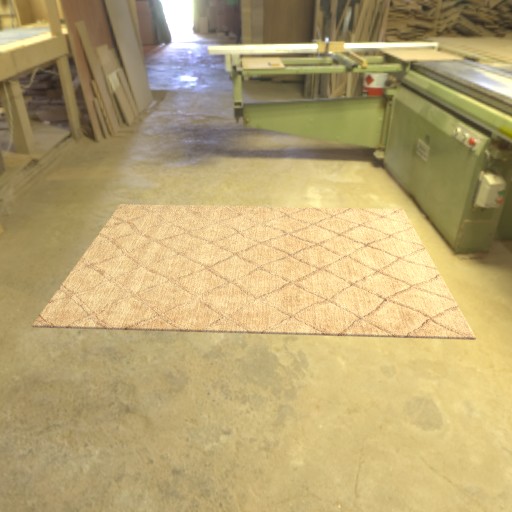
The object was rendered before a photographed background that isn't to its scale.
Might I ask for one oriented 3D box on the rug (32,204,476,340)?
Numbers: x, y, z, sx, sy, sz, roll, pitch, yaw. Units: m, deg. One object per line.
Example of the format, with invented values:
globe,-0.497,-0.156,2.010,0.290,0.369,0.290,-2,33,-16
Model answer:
rug,0.000,0.000,2.935,2.292,0.014,1.528,1,31,2
